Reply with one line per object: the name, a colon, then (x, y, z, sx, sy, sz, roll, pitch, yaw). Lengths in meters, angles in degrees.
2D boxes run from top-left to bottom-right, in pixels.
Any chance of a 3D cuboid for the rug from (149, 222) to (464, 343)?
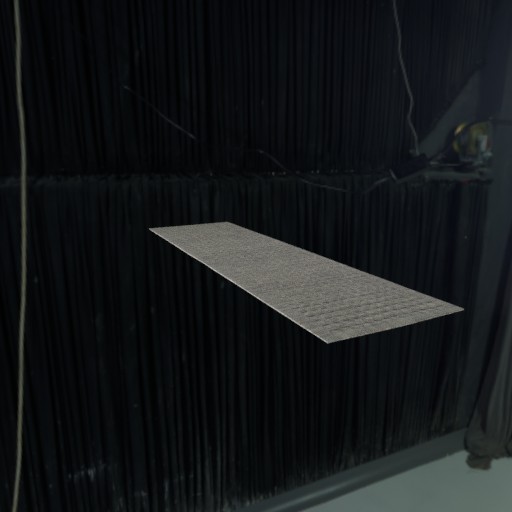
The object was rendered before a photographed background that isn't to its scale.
rug: (0.000, 0.000, 2.739, 0.706, 0.009, 2.443, -7, 16, -27)
